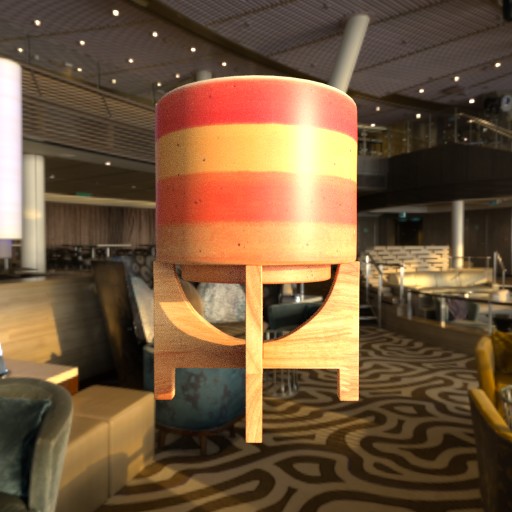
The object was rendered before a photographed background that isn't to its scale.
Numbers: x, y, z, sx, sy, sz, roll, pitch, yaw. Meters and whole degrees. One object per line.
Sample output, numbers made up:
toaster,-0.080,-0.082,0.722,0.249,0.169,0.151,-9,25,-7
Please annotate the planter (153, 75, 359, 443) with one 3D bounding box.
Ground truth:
planter,0.000,0.000,0.585,0.269,0.379,0.269,0,1,0
